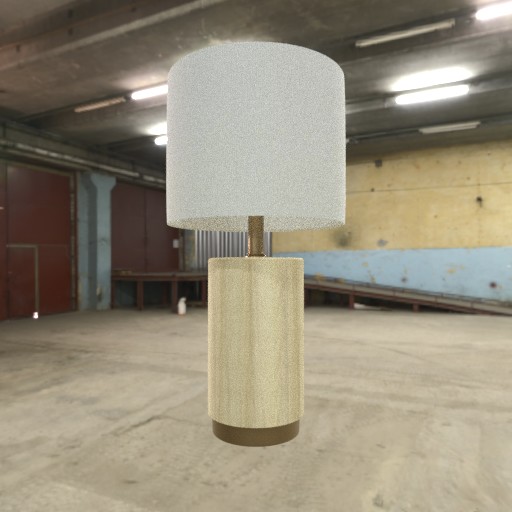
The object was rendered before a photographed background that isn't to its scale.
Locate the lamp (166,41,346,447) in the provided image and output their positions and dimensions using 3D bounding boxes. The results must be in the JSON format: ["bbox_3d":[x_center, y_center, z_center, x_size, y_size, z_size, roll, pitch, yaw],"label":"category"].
[{"bbox_3d":[0.000,0.000,0.572,0.228,0.444,0.228,1,-1,-35],"label":"lamp"}]
